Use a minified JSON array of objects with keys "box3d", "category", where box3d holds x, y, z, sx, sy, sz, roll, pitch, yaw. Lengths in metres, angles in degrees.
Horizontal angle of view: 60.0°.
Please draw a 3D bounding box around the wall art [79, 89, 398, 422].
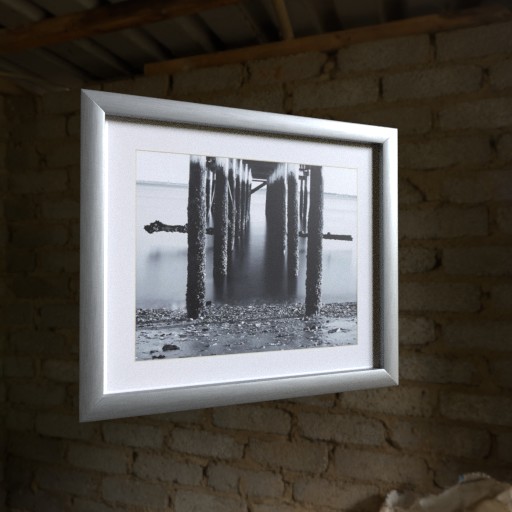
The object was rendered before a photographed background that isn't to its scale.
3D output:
[{"box3d":[0.000,0.000,0.515,0.380,0.330,0.028,0,-1,-20],"category":"wall art"}]
